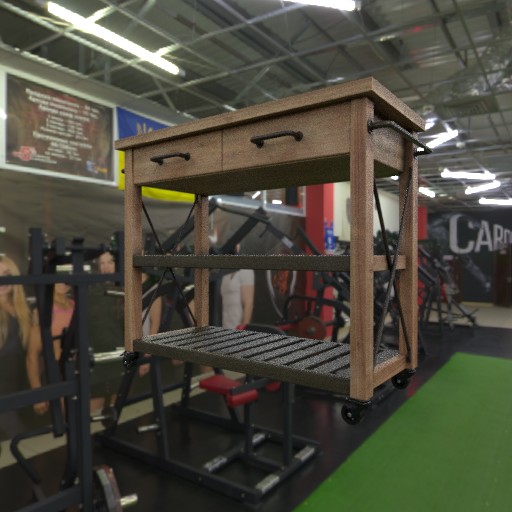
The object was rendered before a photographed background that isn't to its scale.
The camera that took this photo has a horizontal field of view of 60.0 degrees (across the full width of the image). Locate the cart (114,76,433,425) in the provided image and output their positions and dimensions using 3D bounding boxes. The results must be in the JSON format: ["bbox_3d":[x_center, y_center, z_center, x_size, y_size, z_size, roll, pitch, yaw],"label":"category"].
[{"bbox_3d":[0.000,0.000,0.982,0.686,0.554,0.298,0,0,37],"label":"cart"}]
